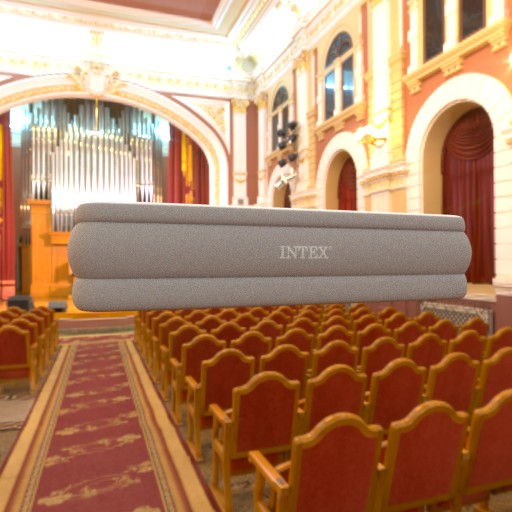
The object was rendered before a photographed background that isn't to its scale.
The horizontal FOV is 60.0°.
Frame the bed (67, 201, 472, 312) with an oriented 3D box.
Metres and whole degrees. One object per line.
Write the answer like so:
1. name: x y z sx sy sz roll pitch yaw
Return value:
1. bed: 0.000 0.000 2.676 2.036 0.460 1.520 0 -1 -19
